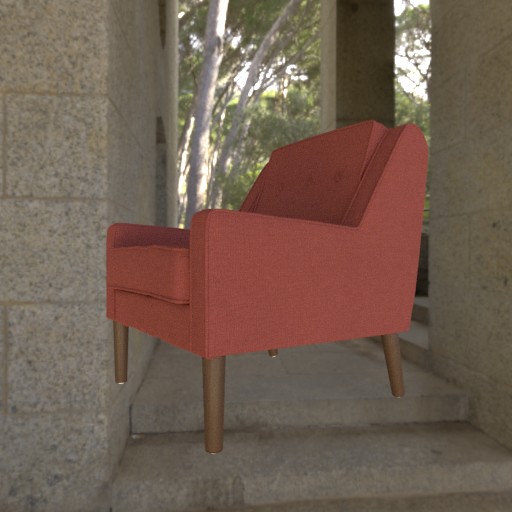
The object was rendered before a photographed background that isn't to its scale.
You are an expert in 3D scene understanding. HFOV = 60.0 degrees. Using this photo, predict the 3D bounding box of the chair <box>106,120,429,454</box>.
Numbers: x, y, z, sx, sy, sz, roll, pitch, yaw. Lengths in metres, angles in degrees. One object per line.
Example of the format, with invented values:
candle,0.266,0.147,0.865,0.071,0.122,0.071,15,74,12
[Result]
chair,0.000,0.000,1.352,0.770,0.812,0.680,0,1,-35
